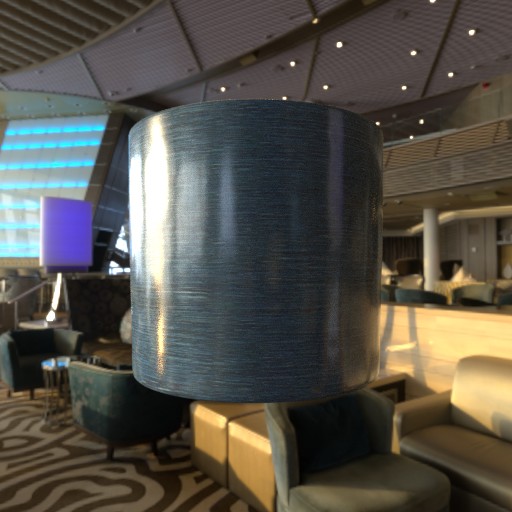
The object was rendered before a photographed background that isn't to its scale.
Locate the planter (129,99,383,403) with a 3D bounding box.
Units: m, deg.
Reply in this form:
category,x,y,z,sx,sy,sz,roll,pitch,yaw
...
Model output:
category,x,y,z,sx,sy,sz,roll,pitch,yaw
planter,0.000,0.000,0.399,0.221,0.201,0.221,0,-1,0
